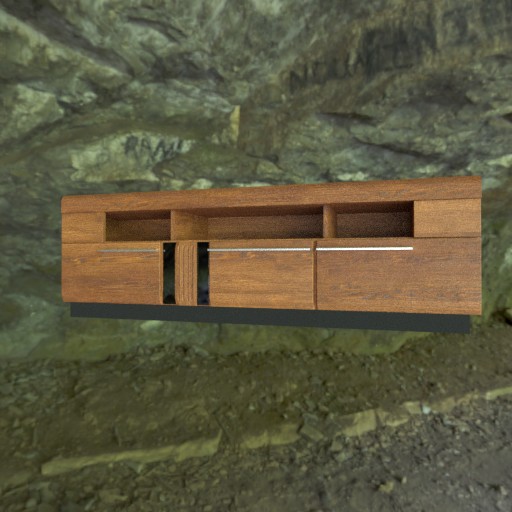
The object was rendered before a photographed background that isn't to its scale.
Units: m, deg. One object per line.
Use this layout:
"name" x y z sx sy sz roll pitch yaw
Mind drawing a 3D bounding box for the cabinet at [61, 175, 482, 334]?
"cabinet" 0.000 0.000 1.804 1.600 0.510 0.419 0 -1 16
